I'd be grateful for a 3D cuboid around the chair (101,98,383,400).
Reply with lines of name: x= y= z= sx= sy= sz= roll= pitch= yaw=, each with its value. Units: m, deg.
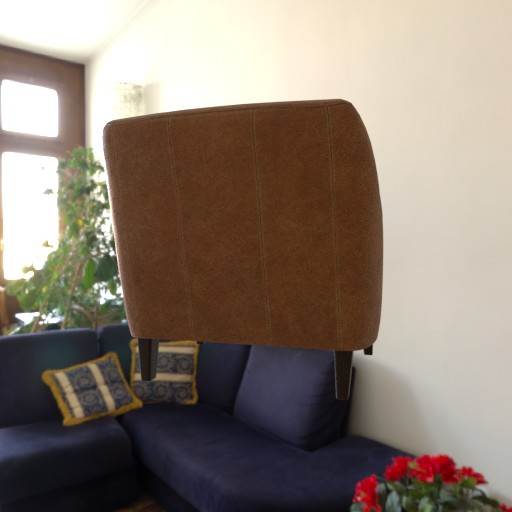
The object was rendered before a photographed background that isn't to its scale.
chair: x=0.000 y=0.000 z=1.884 sx=1.037 sy=0.980 sz=1.034 roll=0 pitch=1 yaw=16
